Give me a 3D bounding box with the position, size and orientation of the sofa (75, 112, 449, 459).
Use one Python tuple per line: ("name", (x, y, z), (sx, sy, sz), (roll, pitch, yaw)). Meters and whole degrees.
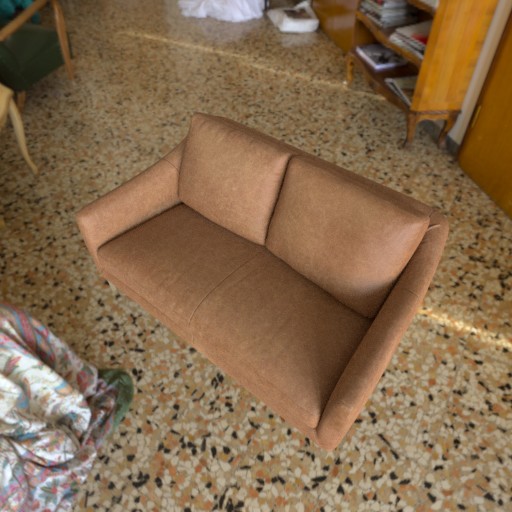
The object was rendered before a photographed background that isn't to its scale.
("sofa", (0.000, 0.000, 2.198), (1.619, 0.902, 0.960), (31, 53, 27))
